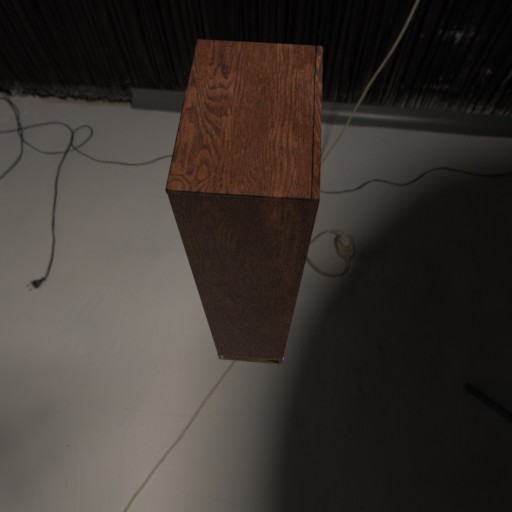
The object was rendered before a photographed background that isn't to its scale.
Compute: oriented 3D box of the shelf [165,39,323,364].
[{"bbox_3d":[0.000,0.000,1.949,0.395,1.732,0.539,4,64,2],"label":"shelf"}]
